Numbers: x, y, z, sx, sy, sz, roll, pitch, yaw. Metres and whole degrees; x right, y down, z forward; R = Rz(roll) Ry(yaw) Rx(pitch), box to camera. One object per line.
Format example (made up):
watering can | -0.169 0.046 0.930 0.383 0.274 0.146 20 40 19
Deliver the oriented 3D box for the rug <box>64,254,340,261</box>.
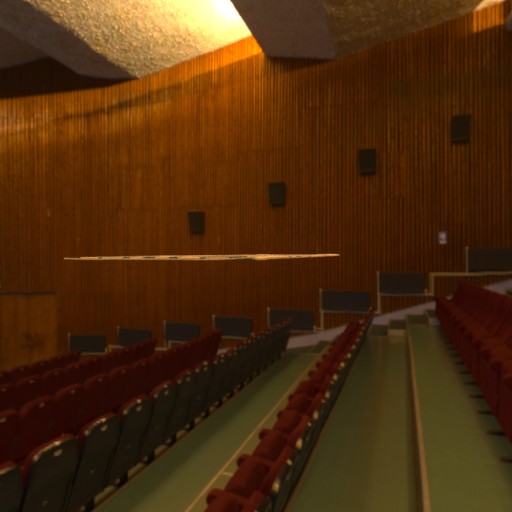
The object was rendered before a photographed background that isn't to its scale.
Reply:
rug | 0.000 0.000 2.539 0.692 0.017 2.301 0 0 17
